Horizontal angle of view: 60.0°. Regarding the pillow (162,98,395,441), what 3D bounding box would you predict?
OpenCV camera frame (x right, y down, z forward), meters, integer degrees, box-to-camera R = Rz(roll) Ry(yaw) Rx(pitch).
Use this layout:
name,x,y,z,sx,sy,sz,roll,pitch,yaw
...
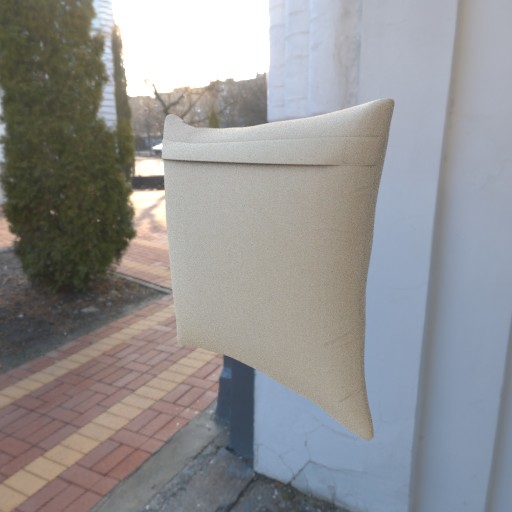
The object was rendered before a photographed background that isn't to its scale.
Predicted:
name,x,y,z,sx,sy,sz,roll,pitch,yaw
pillow,0.000,0.000,0.638,0.405,0.406,0.173,14,20,43
